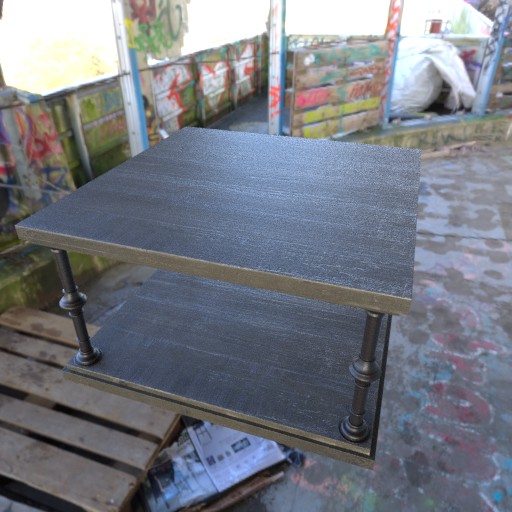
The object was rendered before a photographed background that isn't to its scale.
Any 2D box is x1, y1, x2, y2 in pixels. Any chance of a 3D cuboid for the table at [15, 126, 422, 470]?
[{"bbox_3d":[0.000,0.000,1.101,0.696,0.400,0.696,10,33,16],"label":"table"}]
